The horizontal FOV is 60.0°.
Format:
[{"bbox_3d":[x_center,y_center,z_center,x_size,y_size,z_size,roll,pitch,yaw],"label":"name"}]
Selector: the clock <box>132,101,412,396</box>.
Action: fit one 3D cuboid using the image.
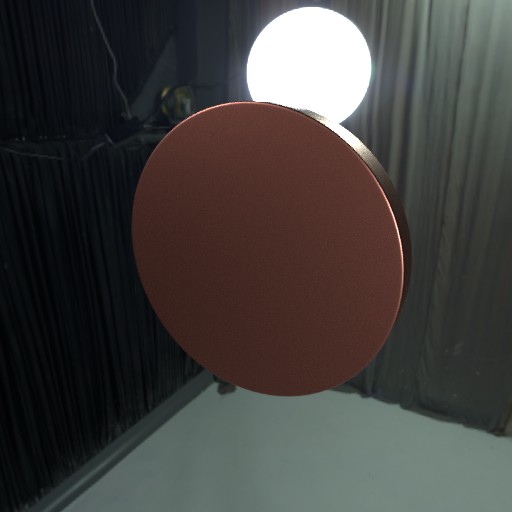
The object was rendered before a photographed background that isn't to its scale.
[{"bbox_3d":[0.000,0.000,0.475,0.313,0.313,0.040,9,21,26],"label":"clock"}]
